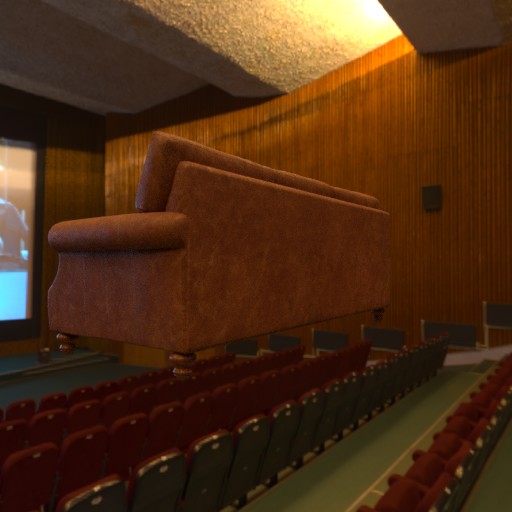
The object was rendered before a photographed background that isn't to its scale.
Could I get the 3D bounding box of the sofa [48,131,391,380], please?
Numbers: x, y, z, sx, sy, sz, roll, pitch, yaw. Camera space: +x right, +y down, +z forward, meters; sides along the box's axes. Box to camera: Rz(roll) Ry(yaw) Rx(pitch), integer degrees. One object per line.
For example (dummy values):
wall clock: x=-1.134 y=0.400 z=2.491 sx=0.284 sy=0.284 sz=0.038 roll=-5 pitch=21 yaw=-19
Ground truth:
sofa: x=0.000 y=0.000 z=2.789 sx=0.973 sy=0.977 sz=2.351 roll=-1 pitch=-1 yaw=36
